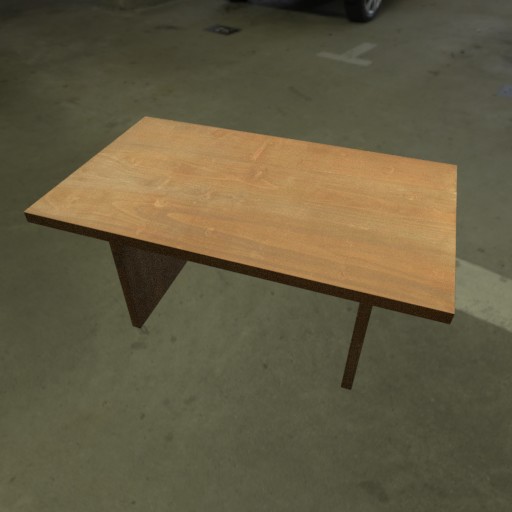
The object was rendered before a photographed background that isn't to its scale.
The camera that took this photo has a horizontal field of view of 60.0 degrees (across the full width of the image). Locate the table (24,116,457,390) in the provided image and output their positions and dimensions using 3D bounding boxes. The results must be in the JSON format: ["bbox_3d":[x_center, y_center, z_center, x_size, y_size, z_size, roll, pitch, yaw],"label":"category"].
[{"bbox_3d":[0.000,0.000,2.136,1.609,0.780,0.946,13,43,14],"label":"table"}]
